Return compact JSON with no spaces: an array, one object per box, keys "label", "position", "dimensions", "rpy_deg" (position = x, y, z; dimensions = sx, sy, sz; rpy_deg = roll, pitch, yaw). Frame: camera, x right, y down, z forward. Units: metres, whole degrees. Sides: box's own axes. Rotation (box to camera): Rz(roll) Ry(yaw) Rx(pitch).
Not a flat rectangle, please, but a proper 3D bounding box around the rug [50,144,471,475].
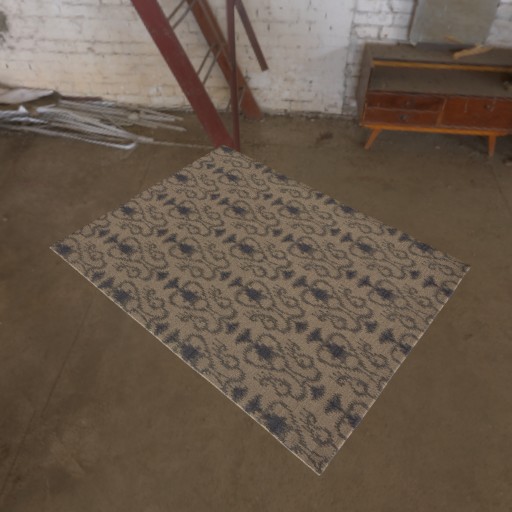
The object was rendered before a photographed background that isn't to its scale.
[{"label":"rug","position":[0.000,0.000,4.207],"dimensions":[3.205,0.015,2.437],"rpy_deg":[32,54,27]}]
